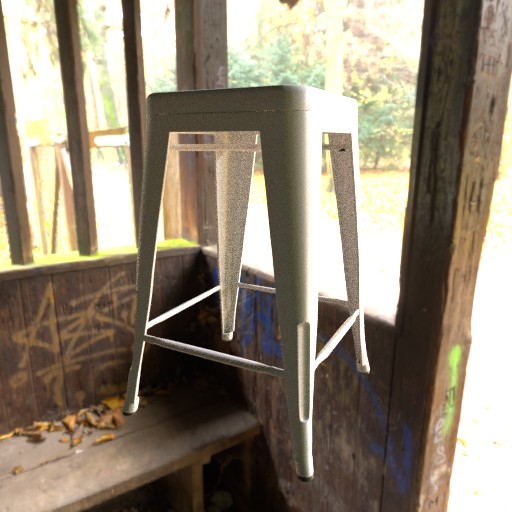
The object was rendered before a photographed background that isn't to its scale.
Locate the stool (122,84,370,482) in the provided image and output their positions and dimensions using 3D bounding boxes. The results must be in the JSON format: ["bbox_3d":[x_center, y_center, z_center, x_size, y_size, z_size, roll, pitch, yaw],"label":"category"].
[{"bbox_3d":[0.000,0.000,0.895,0.406,0.610,0.406,8,16,27],"label":"stool"}]
